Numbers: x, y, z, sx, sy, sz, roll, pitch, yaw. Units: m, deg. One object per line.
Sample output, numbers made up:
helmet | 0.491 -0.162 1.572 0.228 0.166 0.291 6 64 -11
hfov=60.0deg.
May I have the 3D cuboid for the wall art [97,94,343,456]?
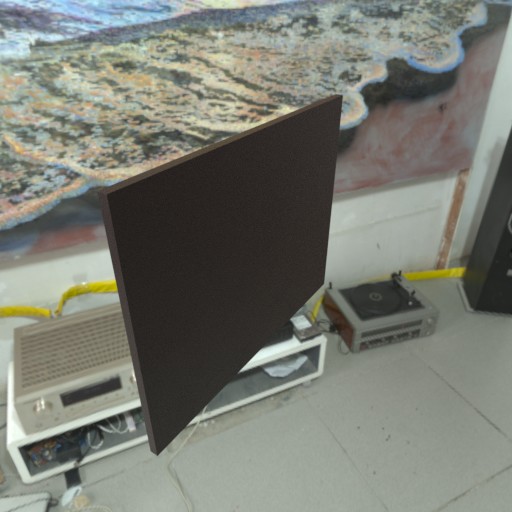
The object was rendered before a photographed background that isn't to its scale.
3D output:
wall art | 0.000 0.000 1.662 0.034 0.952 1.207 20 37 29
